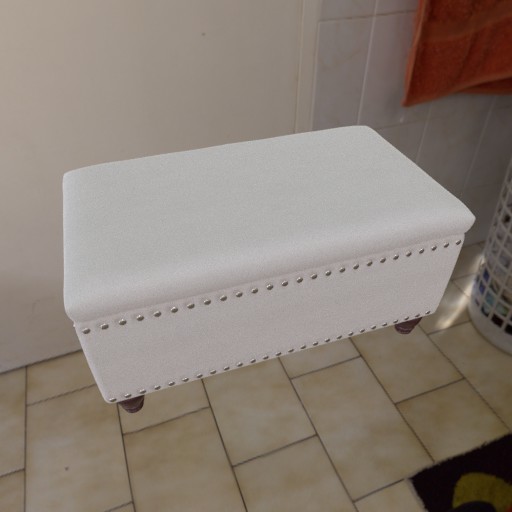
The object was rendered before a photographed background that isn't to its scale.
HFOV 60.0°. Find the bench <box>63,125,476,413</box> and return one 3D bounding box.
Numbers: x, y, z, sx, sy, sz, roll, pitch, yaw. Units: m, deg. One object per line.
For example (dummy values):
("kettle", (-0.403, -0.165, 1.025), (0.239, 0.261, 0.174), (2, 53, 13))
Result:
("bench", (0.000, 0.000, 1.195), (0.887, 0.449, 0.500), (-12, 42, -14))
